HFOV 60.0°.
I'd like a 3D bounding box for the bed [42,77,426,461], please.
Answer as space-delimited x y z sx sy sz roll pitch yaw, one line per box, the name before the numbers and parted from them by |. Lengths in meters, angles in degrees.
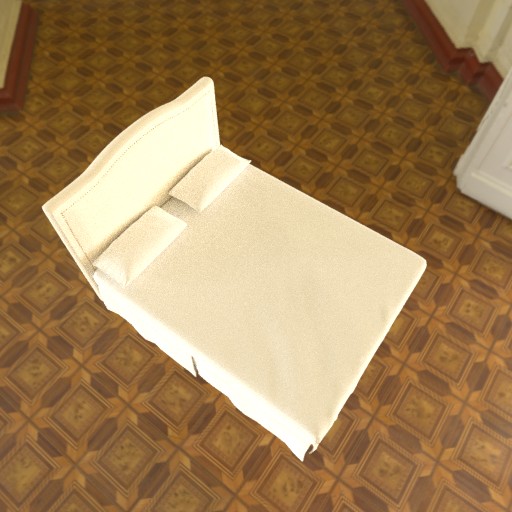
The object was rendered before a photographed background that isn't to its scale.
bed | 0.000 0.000 3.457 2.282 1.436 1.821 32 63 18
